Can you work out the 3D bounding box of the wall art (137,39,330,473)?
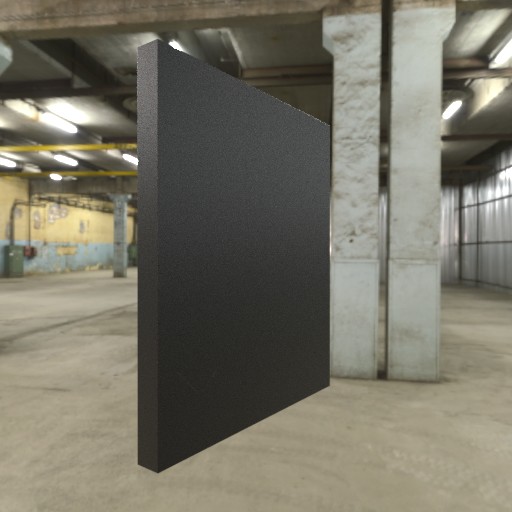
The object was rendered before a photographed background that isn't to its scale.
[{"bbox_3d":[0.000,0.000,0.526,0.028,0.380,0.325,0,0,37],"label":"wall art"}]
